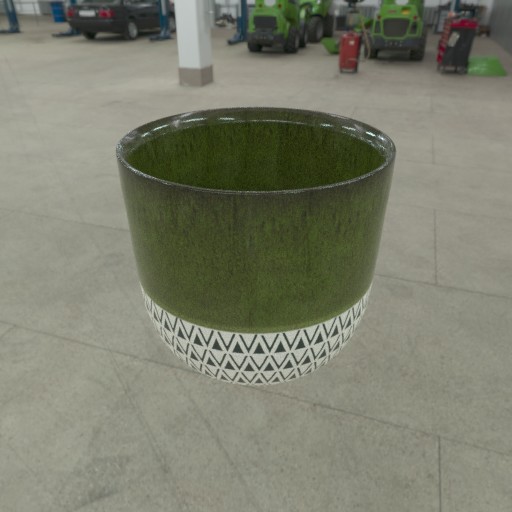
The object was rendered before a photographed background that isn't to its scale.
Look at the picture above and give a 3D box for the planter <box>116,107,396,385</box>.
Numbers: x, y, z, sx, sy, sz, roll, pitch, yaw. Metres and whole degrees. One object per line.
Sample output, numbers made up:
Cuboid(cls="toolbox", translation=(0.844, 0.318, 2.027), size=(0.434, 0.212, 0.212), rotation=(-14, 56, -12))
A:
Cuboid(cls="planter", translation=(0.000, 0.000, 0.504), size=(0.266, 0.270, 0.266), rotation=(0, 32, 0))
